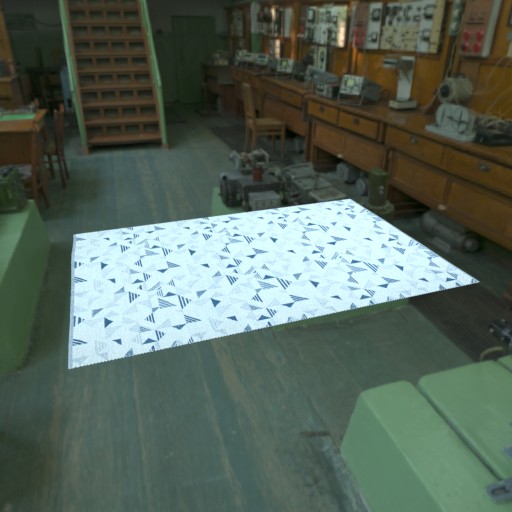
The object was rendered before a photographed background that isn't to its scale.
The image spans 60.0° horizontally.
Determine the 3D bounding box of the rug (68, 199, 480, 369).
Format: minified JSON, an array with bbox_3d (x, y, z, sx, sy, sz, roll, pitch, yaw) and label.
[{"bbox_3d":[0.000,0.000,2.337,1.835,0.003,1.206,-9,29,-17],"label":"rug"}]
